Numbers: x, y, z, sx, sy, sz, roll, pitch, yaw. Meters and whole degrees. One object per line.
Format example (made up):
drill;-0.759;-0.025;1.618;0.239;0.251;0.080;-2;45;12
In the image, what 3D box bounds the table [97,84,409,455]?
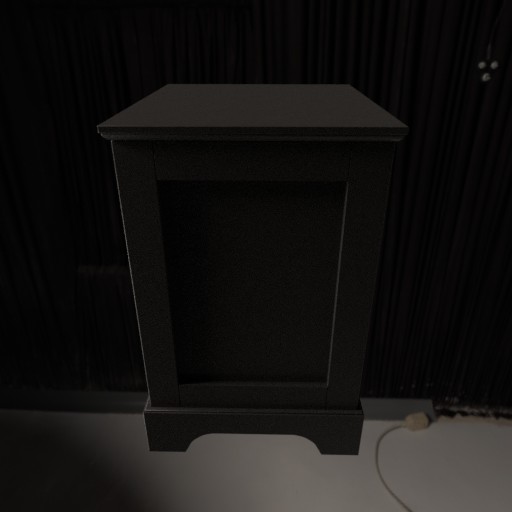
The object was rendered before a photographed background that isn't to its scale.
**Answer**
table;0.000;0.000;0.908;0.399;0.610;0.460;1;27;1
